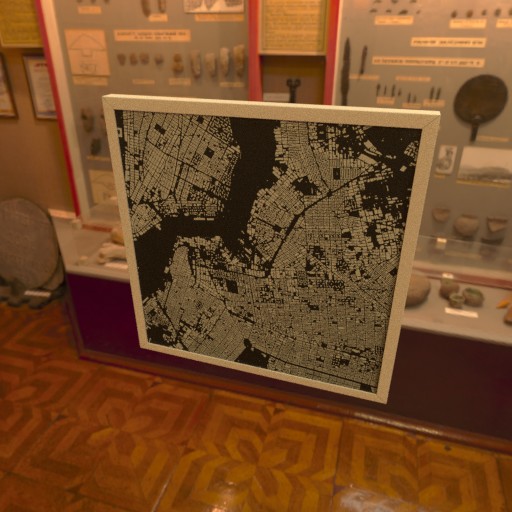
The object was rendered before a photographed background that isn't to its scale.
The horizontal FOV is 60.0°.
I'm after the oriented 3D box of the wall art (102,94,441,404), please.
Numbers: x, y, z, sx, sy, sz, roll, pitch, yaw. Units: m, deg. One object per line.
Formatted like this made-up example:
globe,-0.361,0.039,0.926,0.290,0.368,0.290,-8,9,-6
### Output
wall art,0.000,0.000,1.152,0.761,0.762,0.050,9,29,16
